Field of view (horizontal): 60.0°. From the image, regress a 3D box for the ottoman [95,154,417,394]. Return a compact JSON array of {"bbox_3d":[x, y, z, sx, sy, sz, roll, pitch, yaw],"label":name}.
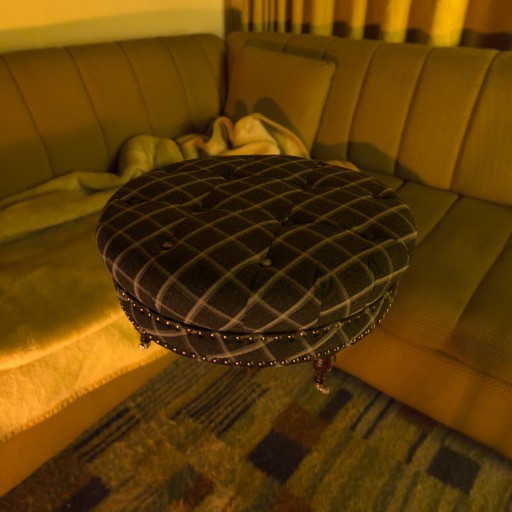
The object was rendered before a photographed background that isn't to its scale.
[{"bbox_3d":[0.000,0.000,1.374,0.901,0.439,0.901,0,32,0],"label":"ottoman"}]
